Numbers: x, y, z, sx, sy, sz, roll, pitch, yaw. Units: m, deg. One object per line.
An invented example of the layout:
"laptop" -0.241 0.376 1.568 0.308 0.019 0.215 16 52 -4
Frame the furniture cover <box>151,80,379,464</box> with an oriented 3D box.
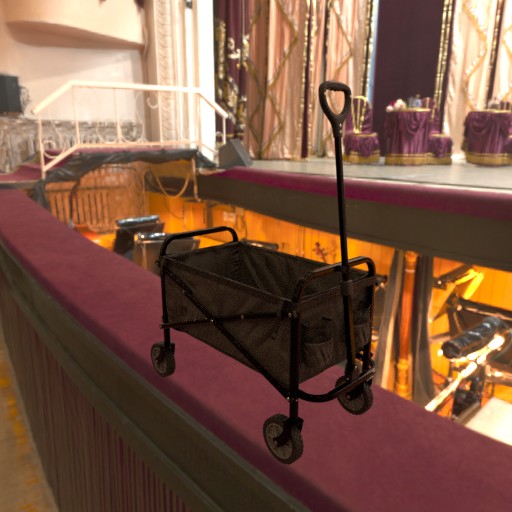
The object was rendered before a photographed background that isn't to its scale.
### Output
"furniture cover" 0.000 0.000 1.839 0.532 1.295 1.038 -13 19 -41
